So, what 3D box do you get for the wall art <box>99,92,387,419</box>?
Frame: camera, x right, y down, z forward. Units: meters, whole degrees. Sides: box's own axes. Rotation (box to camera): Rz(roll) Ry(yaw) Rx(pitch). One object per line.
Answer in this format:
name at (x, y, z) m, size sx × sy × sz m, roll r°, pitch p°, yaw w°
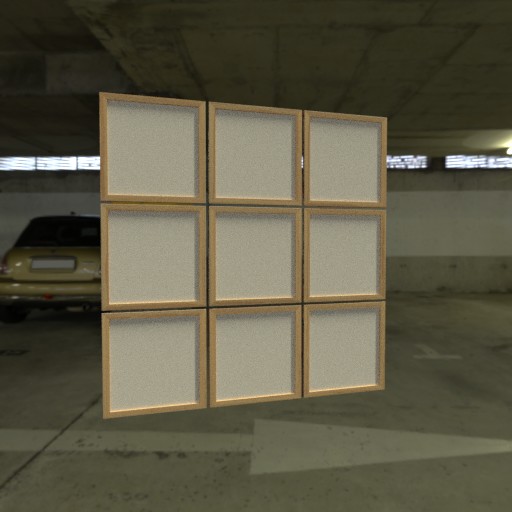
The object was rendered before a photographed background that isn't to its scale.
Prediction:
wall art at (0.000, 0.000, 1.369) m, size 0.904 × 0.913 × 0.013 m, roll -1°, pitch 2°, yaw -16°
